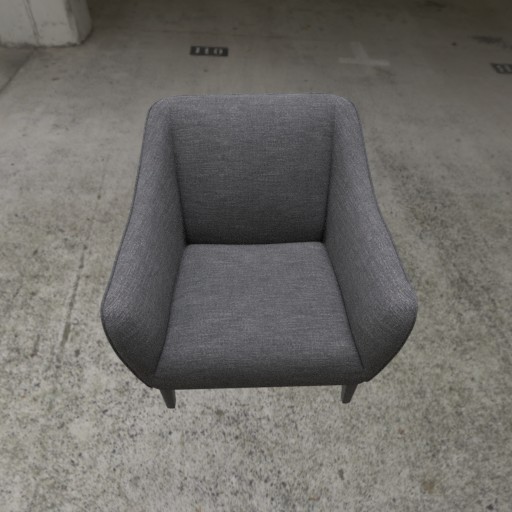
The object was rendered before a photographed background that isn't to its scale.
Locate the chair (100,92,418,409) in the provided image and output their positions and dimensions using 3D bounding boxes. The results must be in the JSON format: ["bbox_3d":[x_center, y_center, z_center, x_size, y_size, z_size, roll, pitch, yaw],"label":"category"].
[{"bbox_3d":[0.000,0.000,1.580,0.870,0.829,0.851,-1,45,-1],"label":"chair"}]
